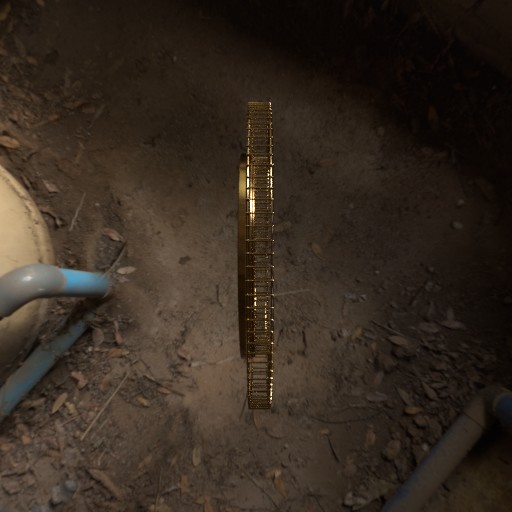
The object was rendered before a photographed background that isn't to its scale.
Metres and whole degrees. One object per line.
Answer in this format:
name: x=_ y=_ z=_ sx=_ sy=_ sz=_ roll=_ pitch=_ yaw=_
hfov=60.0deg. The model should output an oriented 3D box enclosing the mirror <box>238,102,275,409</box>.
mirror: x=0.000 y=0.000 z=1.074 sx=0.067 sy=0.703 sz=0.703 roll=0 pitch=89 yaw=0
